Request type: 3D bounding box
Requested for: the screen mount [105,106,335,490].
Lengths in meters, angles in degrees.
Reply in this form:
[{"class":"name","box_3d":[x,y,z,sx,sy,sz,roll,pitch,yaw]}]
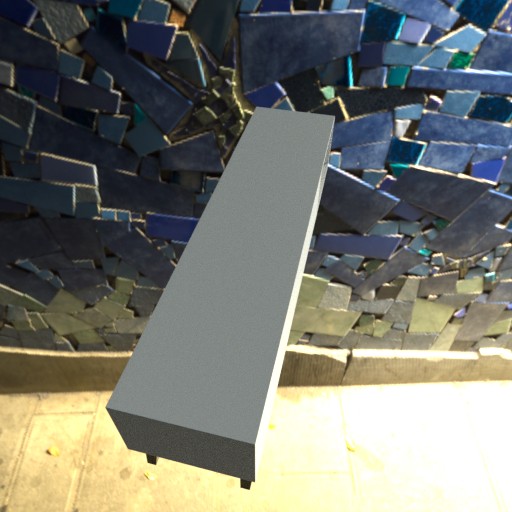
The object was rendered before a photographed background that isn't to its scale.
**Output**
[{"class":"screen mount","box_3d":[0.000,0.000,1.820,0.399,0.432,1.644,10,47,10]}]
